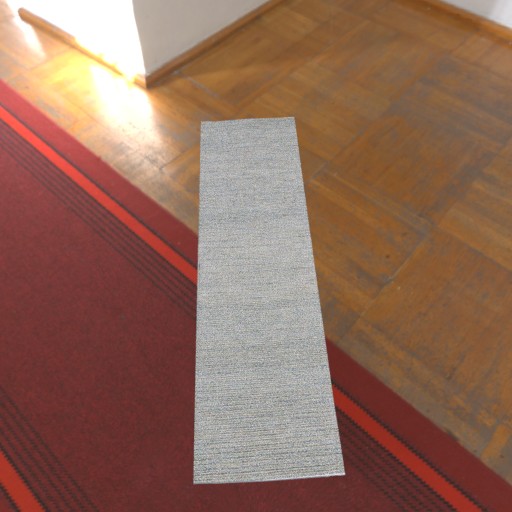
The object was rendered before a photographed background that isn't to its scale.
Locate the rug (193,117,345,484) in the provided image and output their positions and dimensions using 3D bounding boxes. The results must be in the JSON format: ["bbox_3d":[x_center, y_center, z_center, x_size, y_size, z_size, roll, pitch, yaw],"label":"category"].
[{"bbox_3d":[0.000,0.000,2.574,0.675,0.037,2.341,-2,58,-2],"label":"rug"}]
